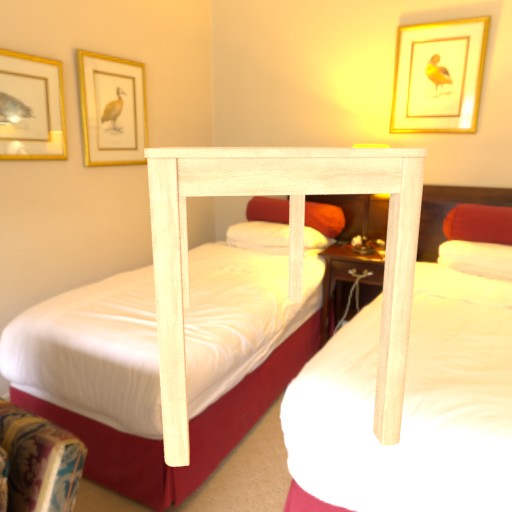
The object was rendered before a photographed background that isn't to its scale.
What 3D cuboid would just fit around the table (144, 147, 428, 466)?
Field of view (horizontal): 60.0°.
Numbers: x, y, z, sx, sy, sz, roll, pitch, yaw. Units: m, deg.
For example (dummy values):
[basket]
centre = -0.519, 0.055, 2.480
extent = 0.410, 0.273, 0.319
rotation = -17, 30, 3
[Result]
[table]
centre = 0.000, 0.000, 1.891
extent = 0.750, 0.900, 1.400
rotation = -2, 14, -8
